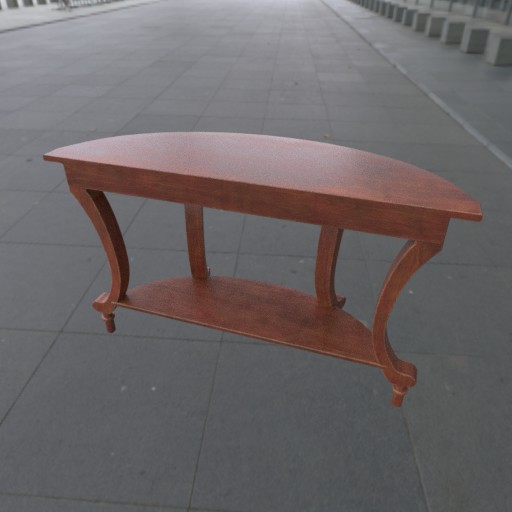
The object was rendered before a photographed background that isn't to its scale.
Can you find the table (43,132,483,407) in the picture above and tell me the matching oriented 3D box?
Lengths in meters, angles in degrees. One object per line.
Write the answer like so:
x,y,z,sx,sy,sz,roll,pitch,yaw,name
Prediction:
0.000,0.000,1.489,1.198,0.699,0.394,10,34,16,table
